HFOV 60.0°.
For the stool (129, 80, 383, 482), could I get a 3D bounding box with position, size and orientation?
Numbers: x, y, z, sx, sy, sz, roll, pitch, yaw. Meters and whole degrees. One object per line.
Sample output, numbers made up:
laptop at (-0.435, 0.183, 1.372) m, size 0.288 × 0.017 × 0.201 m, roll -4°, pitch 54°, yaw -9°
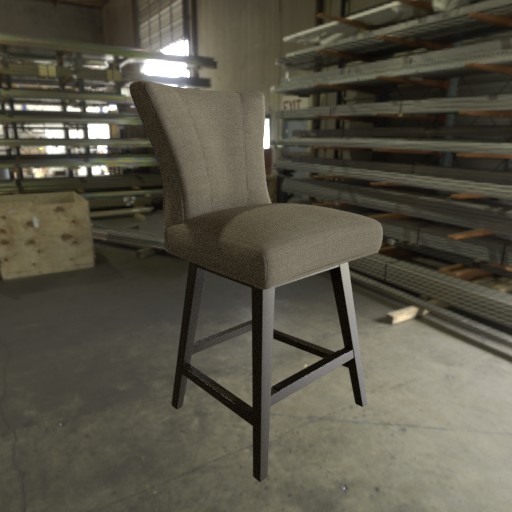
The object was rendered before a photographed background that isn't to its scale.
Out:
stool at (0.000, 0.000, 1.349) m, size 0.514 × 1.000 × 0.574 m, roll -14°, pitch 21°, yaw -42°
